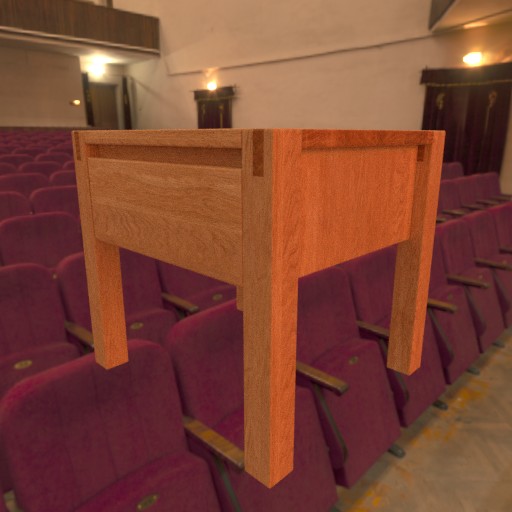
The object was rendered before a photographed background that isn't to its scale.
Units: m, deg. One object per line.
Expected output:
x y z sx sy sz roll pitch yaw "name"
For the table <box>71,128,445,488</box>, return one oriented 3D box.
0.000 0.000 0.827 0.480 0.450 0.440 14 21 42 "table"
